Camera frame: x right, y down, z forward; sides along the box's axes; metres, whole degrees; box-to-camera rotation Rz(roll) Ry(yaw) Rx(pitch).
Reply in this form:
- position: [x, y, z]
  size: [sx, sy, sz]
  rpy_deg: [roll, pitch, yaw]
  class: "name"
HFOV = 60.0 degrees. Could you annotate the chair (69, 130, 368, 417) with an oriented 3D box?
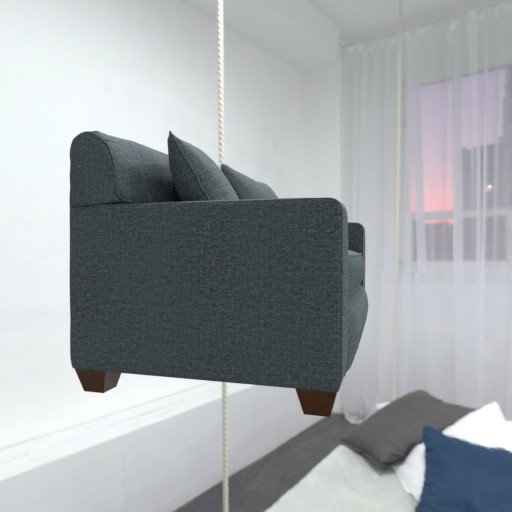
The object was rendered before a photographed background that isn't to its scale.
- position: [0.000, 0.000, 2.071]
  size: [1.000, 0.948, 1.383]
  rpy_deg: [0, 1, 16]
  class: "chair"
